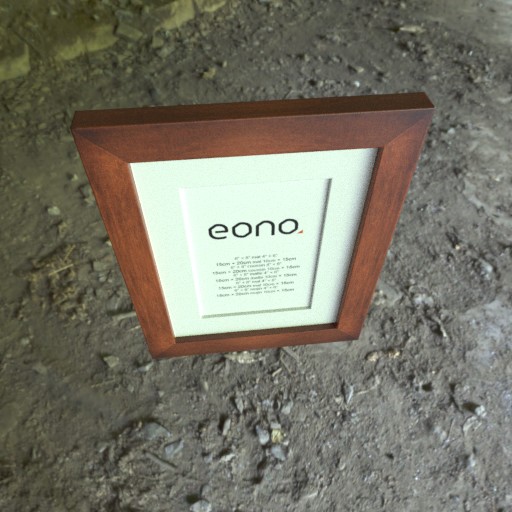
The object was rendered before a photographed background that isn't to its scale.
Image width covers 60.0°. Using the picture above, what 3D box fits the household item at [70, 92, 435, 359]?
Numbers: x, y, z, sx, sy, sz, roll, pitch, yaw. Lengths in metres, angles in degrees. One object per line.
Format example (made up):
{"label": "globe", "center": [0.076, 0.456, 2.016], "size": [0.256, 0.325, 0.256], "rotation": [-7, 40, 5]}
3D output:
{"label": "household item", "center": [0.000, 0.000, 0.341], "size": [0.200, 0.250, 0.020], "rotation": [-4, 49, -4]}
